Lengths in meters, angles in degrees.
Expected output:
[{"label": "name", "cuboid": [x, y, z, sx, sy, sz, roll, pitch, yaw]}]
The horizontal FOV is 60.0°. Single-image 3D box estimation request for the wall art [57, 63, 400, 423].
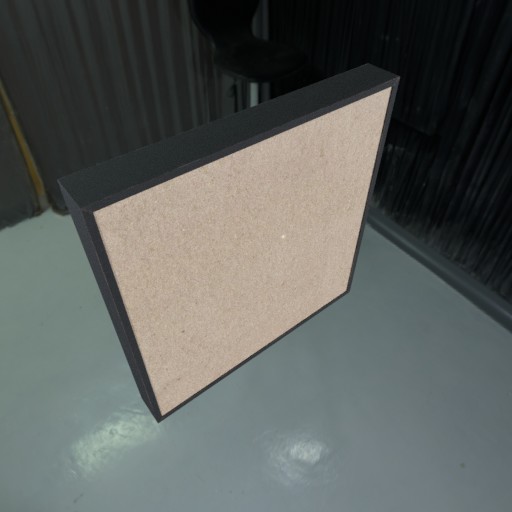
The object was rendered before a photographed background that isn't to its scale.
[{"label": "wall art", "cuboid": [0.000, 0.000, 0.457, 0.305, 0.305, 0.038, -29, 52, -26]}]
